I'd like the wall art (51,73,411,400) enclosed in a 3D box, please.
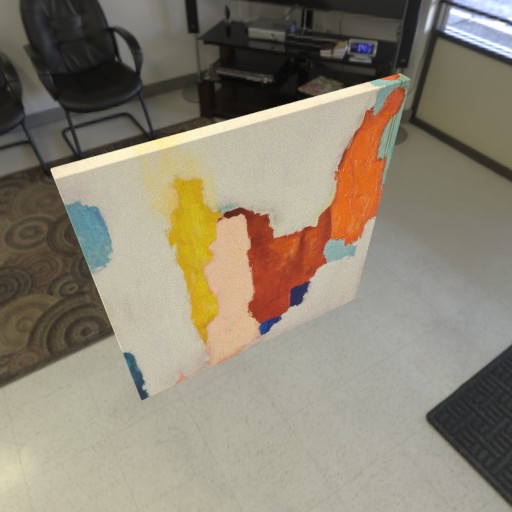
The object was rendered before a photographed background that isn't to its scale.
[{"bbox_3d":[0.000,0.000,1.202,0.814,0.814,0.037,-22,49,-20],"label":"wall art"}]
